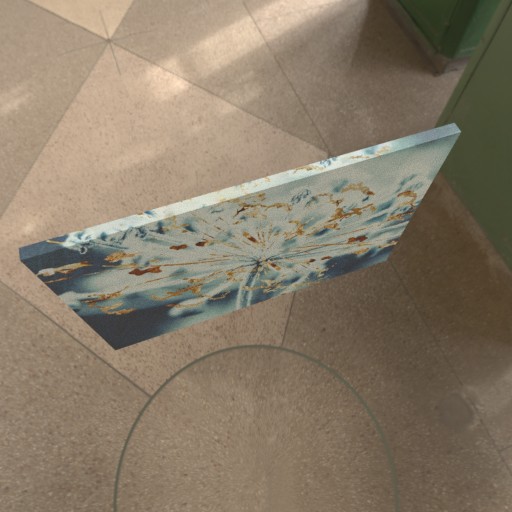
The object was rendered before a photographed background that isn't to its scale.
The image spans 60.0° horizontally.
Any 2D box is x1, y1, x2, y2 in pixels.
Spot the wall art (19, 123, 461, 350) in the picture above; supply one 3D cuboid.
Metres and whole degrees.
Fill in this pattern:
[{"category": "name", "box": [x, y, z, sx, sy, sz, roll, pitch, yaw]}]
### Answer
[{"category": "wall art", "box": [0.000, 0.000, 1.429, 1.138, 0.759, 0.035, -17, 64, -9]}]
